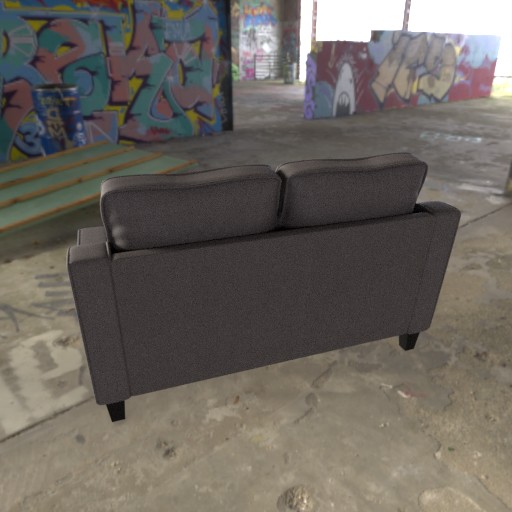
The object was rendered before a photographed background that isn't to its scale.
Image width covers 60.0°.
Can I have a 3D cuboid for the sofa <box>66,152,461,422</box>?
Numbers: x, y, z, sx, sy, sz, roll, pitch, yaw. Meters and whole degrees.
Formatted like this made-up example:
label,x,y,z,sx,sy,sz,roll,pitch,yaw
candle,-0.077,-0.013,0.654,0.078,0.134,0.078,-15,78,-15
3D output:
label,x,y,z,sx,sy,sz,roll,pitch,yaw
sofa,0.000,0.000,2.014,1.500,0.948,0.791,-8,26,-17
